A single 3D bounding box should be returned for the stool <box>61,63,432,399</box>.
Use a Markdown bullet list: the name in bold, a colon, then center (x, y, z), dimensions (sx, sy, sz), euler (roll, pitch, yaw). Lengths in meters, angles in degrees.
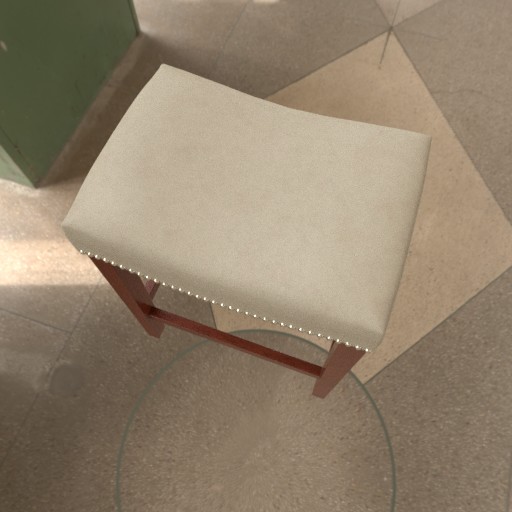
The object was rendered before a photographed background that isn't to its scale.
- **stool**: center (0.000, 0.000, 0.958), dimensions (0.509, 0.632, 0.375), euler (18, 66, 8)
